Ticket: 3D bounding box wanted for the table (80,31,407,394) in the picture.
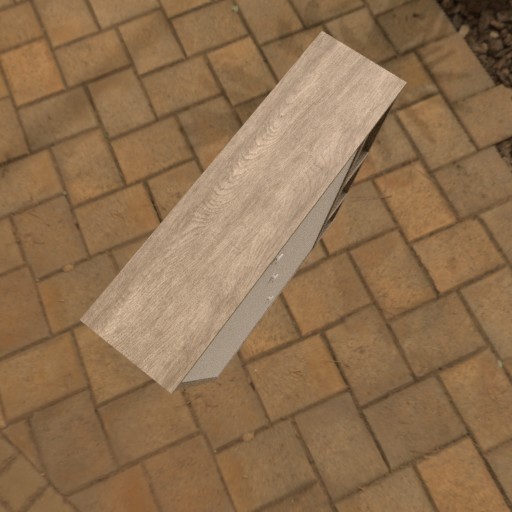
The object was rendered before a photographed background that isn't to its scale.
[{"bbox_3d":[0.000,0.000,1.556,0.256,1.135,0.902,36,78,9],"label":"table"}]
